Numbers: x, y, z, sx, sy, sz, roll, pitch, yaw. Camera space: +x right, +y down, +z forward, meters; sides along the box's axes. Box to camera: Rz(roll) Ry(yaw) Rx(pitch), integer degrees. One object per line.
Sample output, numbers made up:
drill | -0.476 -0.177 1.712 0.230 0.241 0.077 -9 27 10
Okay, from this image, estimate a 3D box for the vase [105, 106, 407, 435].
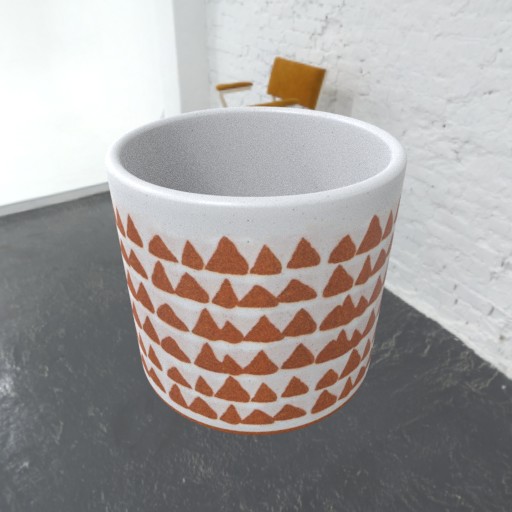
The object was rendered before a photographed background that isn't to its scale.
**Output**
vase | 0.000 0.000 0.240 0.137 0.127 0.137 0 32 0
